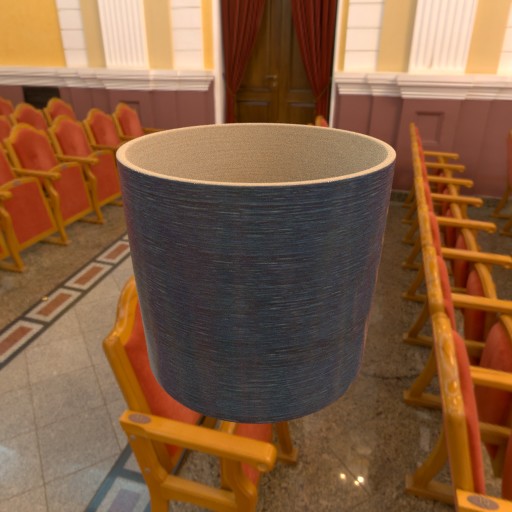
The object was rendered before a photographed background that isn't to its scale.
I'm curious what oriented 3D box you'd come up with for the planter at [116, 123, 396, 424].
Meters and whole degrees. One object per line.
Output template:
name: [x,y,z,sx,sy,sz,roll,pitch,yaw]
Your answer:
planter: [0.000,0.000,0.407,0.221,0.201,0.221,0,26,0]
